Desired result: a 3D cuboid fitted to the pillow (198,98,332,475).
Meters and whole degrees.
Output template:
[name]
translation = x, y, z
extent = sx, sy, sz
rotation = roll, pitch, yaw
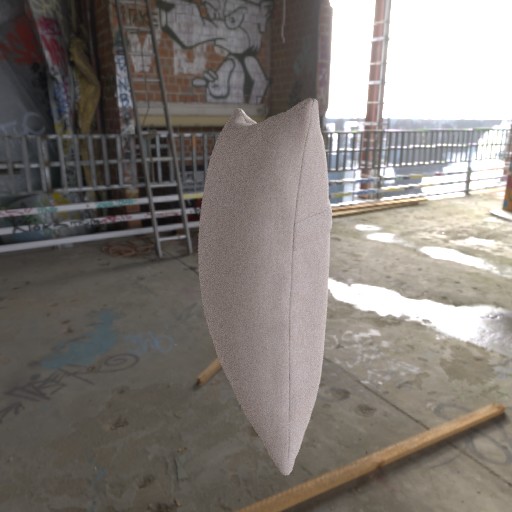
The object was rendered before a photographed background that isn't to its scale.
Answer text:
[pillow]
translation = 0.000, 0.000, 0.675
extent = 0.173, 0.436, 0.433
rotation = -3, 18, -11
